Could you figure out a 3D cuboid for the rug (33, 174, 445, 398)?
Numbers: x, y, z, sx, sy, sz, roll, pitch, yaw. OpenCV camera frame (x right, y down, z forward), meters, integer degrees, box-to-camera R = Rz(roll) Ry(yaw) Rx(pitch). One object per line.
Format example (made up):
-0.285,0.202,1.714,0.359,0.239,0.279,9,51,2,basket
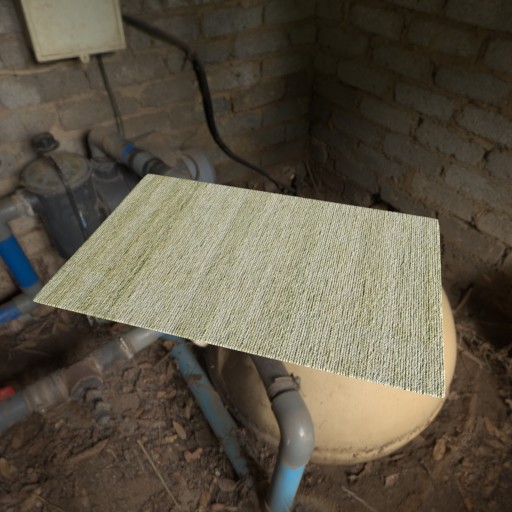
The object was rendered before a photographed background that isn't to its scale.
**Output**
0.000,0.000,2.204,1.758,0.010,1.143,11,42,12,rug
